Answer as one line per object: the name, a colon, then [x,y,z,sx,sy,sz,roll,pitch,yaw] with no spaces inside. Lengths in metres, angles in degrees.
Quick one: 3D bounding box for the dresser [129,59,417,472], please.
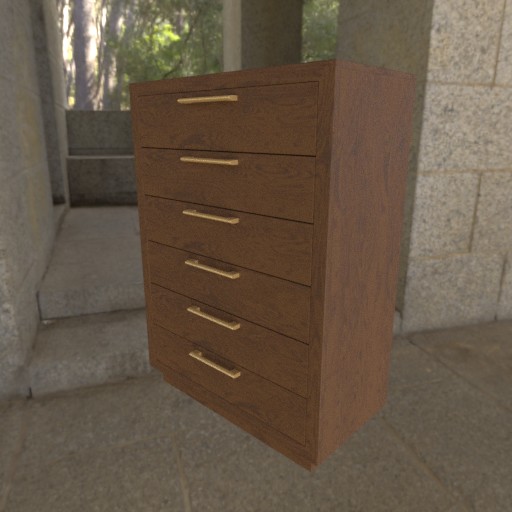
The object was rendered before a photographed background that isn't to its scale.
dresser: [0.000,0.000,1.772,0.964,1.320,0.516,14,22,41]
